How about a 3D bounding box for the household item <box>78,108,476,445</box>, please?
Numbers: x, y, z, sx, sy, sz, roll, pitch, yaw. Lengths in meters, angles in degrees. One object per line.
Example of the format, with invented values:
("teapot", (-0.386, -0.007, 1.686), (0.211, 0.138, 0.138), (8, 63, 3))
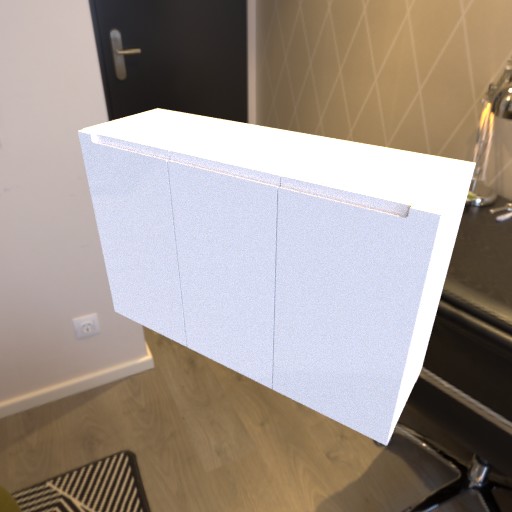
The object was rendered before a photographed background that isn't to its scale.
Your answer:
("household item", (0.000, 0.000, 1.705), (1.300, 0.867, 0.420), (19, 36, 28))
